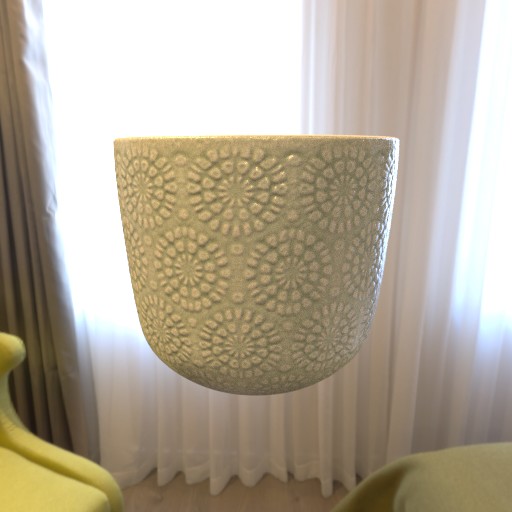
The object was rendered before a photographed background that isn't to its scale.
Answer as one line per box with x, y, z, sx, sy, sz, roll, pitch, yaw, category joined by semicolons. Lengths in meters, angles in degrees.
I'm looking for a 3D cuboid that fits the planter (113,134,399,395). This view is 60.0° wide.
0.000;0.000;0.213;0.124;0.109;0.124;0;14;0;planter
